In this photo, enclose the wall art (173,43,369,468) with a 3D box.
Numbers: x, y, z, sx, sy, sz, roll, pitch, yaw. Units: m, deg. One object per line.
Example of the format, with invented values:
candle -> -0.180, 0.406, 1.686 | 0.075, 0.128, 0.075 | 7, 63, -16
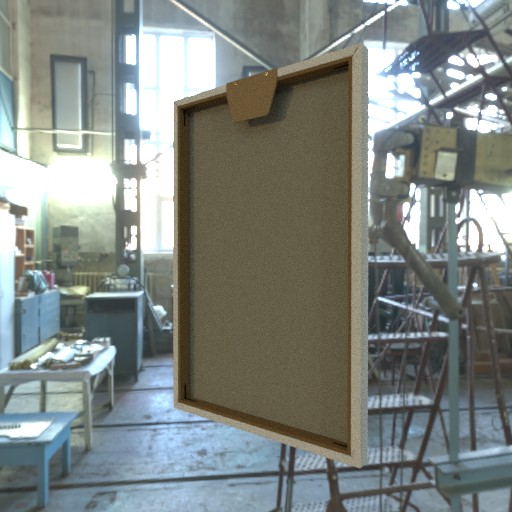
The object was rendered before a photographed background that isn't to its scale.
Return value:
wall art -> 0.000, 0.000, 1.150 | 0.602, 0.916, 0.048 | 1, 1, 38
